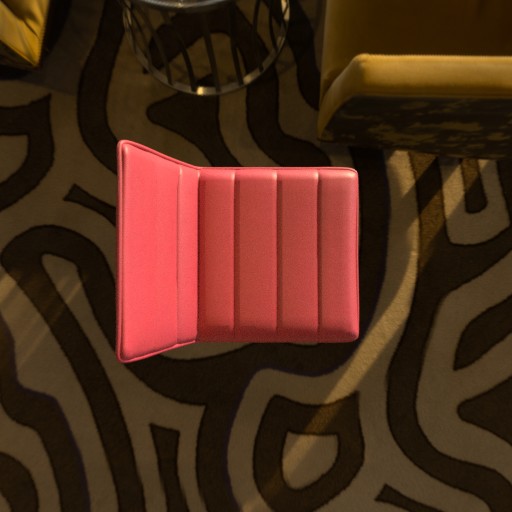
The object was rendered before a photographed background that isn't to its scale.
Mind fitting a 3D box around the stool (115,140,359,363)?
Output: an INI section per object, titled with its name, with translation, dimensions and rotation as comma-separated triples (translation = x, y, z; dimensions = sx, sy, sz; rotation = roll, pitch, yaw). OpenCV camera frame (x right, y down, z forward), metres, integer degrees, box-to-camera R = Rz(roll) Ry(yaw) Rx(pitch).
[stool]
translation = 0.000, 0.000, 1.179
dimensions = 0.524, 0.866, 0.489
rotation = 0, 89, 0
